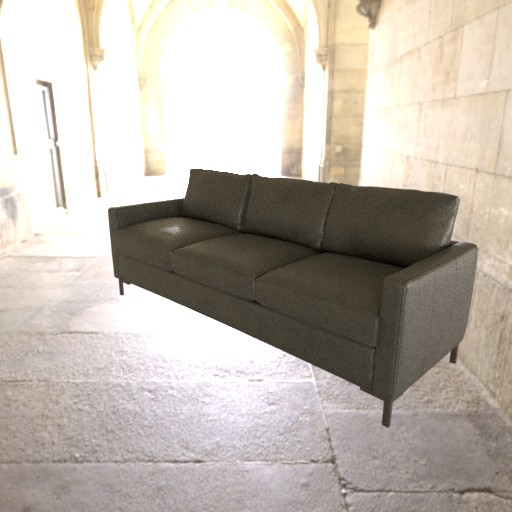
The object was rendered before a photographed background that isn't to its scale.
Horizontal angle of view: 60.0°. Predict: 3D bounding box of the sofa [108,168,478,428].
[{"bbox_3d":[0.000,0.000,2.394,2.029,0.805,0.748,15,22,42],"label":"sofa"}]
